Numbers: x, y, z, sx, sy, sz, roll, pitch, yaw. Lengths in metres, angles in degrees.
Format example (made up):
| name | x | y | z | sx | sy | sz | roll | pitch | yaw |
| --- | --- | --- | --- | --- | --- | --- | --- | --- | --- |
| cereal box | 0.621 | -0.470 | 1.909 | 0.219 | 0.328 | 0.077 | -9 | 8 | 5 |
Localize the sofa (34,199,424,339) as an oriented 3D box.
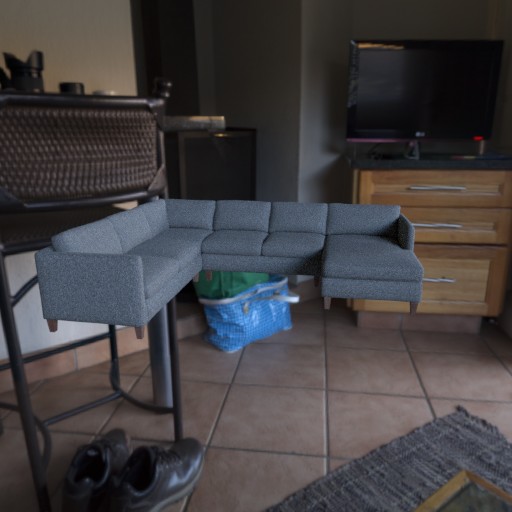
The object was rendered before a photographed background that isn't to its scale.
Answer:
| name | x | y | z | sx | sy | sz | roll | pitch | yaw |
| --- | --- | --- | --- | --- | --- | --- | --- | --- | --- |
| sofa | 0.000 | 0.000 | 4.550 | 3.238 | 0.853 | 2.551 | 3 | 15 | 10 |
